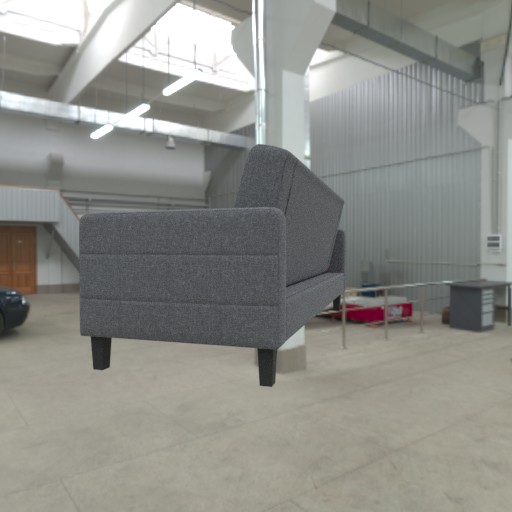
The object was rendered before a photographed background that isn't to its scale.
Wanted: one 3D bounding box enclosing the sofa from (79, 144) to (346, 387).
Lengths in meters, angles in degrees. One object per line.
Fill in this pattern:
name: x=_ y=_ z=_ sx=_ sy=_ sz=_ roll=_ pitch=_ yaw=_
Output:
sofa: x=0.000 y=0.000 z=2.523 sx=0.810 sy=0.850 sz=2.040 roll=0 pitch=1 yaw=18
